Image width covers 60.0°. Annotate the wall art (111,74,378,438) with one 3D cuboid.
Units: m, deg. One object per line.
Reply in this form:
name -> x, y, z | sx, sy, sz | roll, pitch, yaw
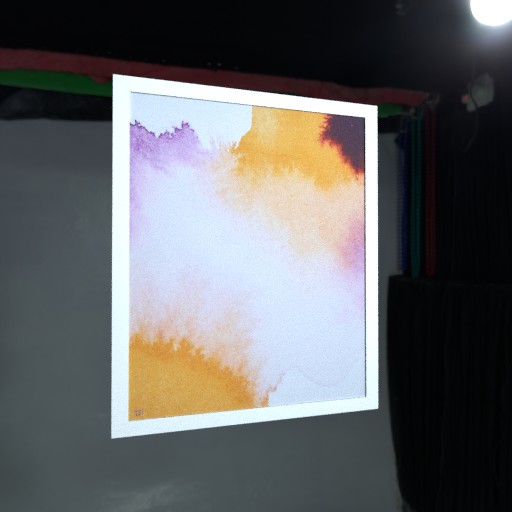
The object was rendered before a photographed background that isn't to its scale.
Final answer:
wall art -> 0.000, 0.000, 0.618 | 0.382, 0.456, 0.013 | 0, -1, -17
